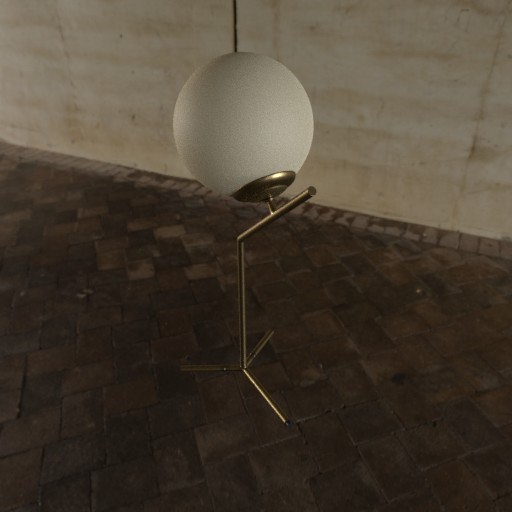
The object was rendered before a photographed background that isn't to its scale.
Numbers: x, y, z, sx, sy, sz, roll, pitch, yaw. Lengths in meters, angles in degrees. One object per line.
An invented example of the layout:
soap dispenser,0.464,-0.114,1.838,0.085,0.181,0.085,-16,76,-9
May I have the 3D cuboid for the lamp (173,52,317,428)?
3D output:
lamp,0.000,0.000,0.664,0.210,0.552,0.251,-17,35,-26
